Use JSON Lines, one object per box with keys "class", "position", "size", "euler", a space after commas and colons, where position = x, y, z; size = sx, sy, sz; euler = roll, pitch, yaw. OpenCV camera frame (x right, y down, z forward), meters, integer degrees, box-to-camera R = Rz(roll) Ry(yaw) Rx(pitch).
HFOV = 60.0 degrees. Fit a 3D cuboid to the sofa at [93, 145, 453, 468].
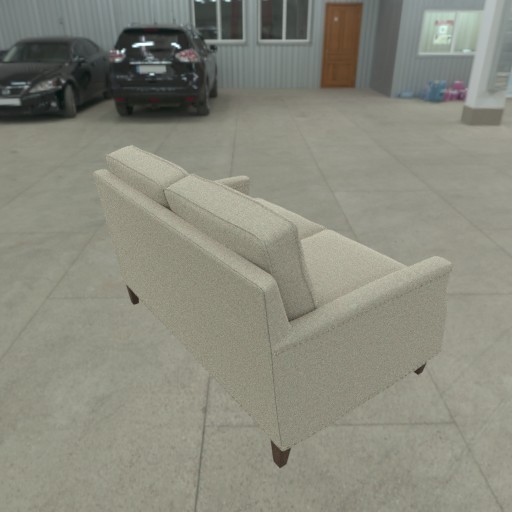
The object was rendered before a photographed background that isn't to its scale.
{"class": "sofa", "position": [0.000, 0.000, 2.257], "size": [1.084, 1.003, 1.597], "euler": [-19, 32, -32]}
